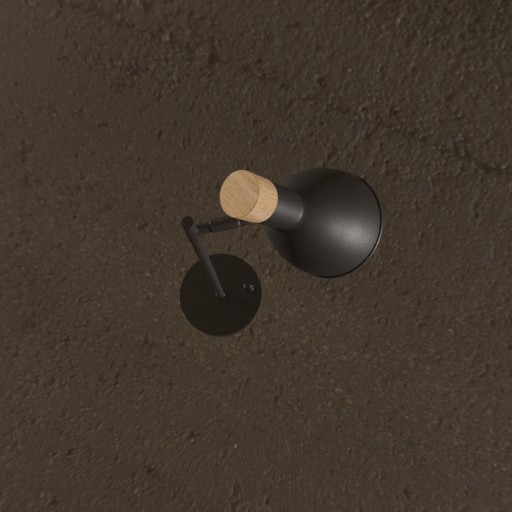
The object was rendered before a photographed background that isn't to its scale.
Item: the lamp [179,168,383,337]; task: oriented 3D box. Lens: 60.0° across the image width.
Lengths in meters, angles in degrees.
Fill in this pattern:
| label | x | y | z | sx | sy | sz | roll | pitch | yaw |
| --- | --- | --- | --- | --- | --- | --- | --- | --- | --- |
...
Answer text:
| label | x | y | z | sx | sy | sz | roll | pitch | yaw |
| --- | --- | --- | --- | --- | --- | --- | --- | --- | --- |
| lamp | 0.000 | 0.000 | 0.600 | 0.287 | 0.483 | 0.152 | -13 | 76 | -3 |
